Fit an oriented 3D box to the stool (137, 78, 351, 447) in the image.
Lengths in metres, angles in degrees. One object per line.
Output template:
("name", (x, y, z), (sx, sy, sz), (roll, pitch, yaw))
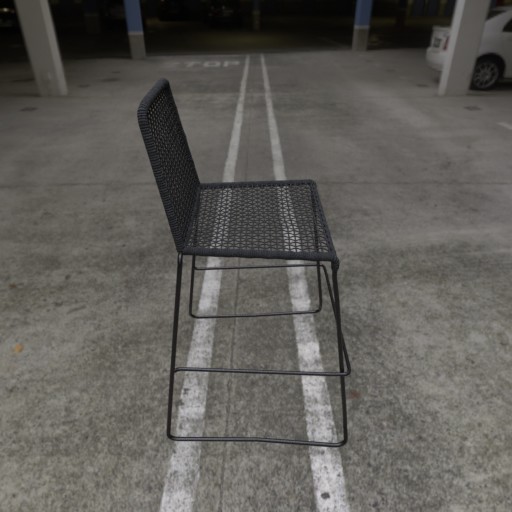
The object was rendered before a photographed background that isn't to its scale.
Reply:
("stool", (0.000, 0.000, 1.243), (0.509, 0.905, 0.590), (0, 33, 0))
